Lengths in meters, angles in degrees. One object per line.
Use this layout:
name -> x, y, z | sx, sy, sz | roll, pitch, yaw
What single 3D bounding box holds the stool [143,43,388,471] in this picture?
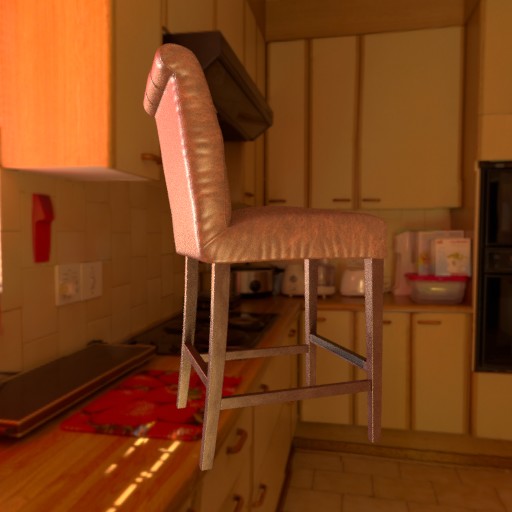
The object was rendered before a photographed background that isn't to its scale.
stool -> 0.000, 0.000, 1.404 | 0.660, 1.084, 0.486 | -1, 3, -18
